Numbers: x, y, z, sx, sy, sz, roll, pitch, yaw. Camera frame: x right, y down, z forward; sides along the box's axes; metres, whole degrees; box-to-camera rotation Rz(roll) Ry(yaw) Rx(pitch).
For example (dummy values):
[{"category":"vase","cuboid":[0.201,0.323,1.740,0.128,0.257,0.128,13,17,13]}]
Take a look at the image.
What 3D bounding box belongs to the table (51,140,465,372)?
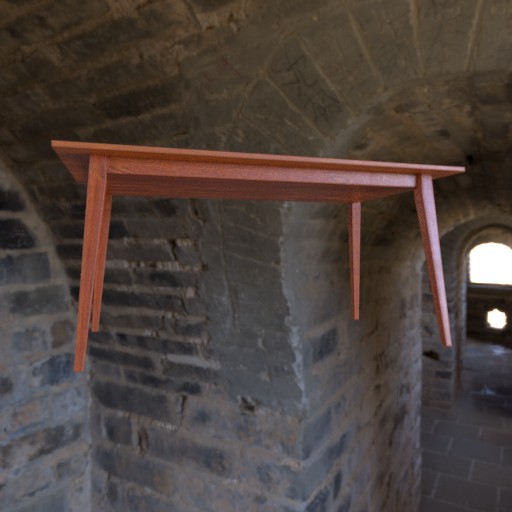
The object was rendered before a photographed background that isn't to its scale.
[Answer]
[{"category":"table","cuboid":[0.000,0.000,2.042,1.609,0.755,0.811,0,0,-16]}]
